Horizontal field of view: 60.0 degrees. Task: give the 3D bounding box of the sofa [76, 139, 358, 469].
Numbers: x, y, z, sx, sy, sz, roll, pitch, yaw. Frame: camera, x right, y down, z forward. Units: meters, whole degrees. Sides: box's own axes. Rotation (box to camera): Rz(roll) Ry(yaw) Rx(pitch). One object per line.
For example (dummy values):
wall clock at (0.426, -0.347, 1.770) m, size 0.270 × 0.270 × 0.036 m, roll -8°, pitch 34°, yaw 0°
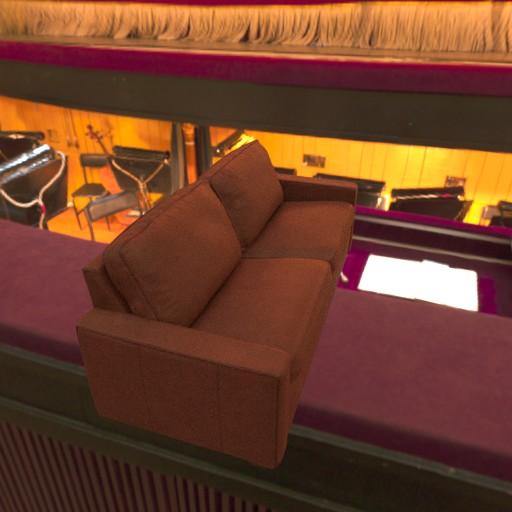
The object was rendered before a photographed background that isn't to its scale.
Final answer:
sofa at (0.000, 0.000, 2.608) m, size 0.940 × 0.919 × 2.080 m, roll 10°, pitch 31°, yaw 16°
